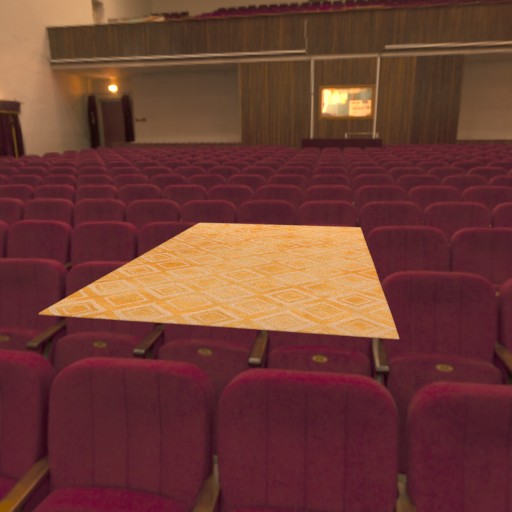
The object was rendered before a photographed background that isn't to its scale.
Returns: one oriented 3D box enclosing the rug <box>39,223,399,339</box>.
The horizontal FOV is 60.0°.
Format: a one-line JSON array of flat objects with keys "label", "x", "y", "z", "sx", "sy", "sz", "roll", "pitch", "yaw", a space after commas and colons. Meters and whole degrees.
[{"label": "rug", "x": 0.000, "y": 0.000, "z": 2.958, "sx": 1.511, "sy": 0.010, "sz": 2.424, "roll": 2, "pitch": 14, "yaw": 9}]
